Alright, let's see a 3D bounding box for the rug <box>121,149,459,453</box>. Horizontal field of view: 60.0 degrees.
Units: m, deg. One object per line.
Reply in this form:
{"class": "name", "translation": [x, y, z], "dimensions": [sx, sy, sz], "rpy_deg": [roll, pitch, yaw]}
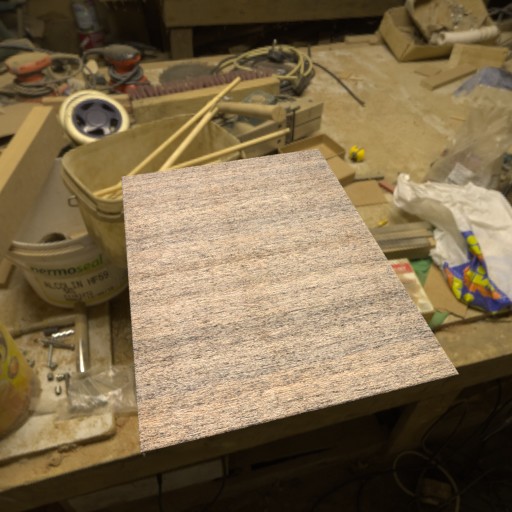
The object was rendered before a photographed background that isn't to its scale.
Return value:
{"class": "rug", "translation": [0.000, 0.000, 4.270], "dimensions": [2.414, 0.036, 3.199], "rpy_deg": [-10, 47, -10]}
